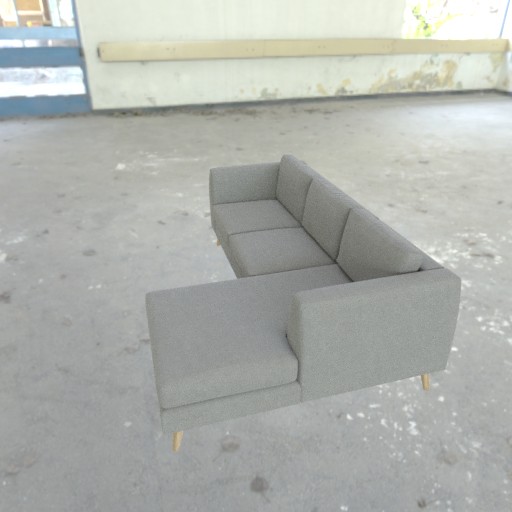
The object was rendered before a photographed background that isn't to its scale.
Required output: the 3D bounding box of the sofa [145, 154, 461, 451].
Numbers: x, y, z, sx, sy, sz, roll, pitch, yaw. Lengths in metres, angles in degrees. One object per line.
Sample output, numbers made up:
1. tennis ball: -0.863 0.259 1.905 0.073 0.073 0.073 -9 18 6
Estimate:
1. sofa: 0.000 0.000 3.125 1.580 0.860 2.300 -8 29 -14
